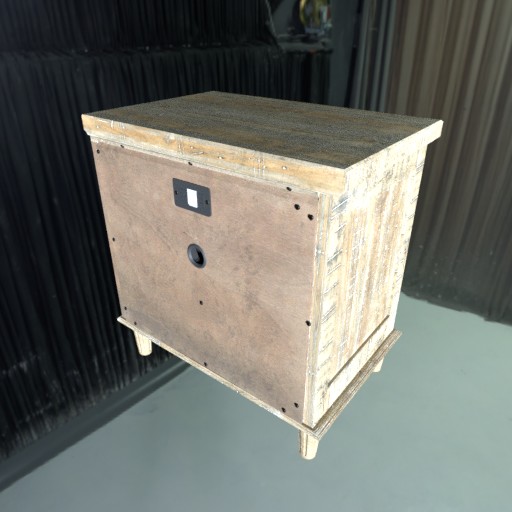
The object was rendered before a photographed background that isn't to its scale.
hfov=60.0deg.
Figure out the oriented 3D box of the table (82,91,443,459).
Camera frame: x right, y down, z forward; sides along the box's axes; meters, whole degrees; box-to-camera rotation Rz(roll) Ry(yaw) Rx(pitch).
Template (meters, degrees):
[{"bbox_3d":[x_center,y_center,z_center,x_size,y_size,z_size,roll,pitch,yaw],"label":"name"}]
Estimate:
[{"bbox_3d":[0.000,0.000,1.163,0.686,0.711,0.457,20,35,33],"label":"table"}]
